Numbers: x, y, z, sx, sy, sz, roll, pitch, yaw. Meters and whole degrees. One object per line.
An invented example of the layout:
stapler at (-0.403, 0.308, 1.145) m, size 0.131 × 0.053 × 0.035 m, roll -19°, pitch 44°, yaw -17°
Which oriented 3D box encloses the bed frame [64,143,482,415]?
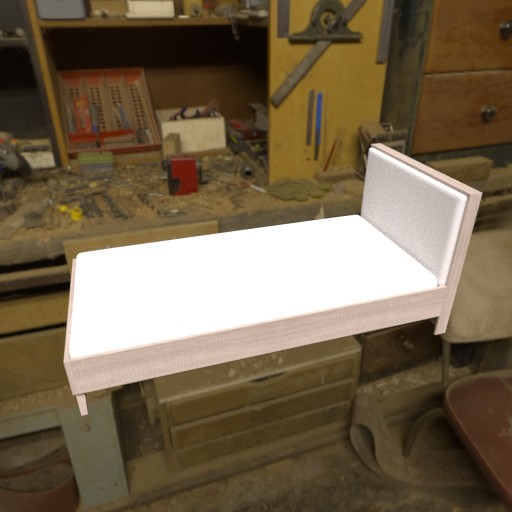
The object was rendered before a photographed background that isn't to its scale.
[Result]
bed frame at (0.000, 0.000, 2.646) m, size 2.140 × 0.920 × 0.990 m, roll -9°, pitch 31°, yaw -15°
